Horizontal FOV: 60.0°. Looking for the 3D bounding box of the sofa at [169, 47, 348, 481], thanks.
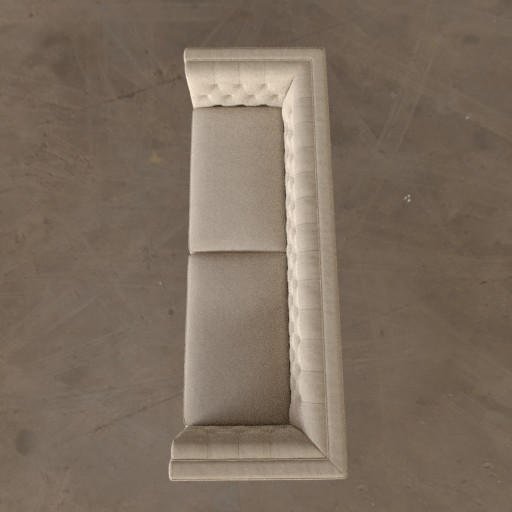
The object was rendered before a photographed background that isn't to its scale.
[{"bbox_3d":[0.000,0.000,2.516,0.775,0.762,2.159,0,76,0],"label":"sofa"}]
